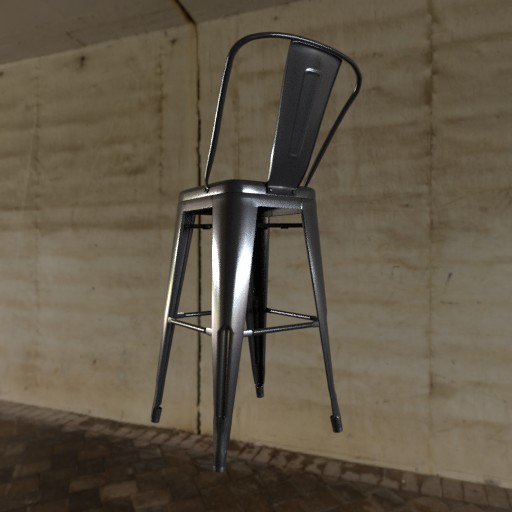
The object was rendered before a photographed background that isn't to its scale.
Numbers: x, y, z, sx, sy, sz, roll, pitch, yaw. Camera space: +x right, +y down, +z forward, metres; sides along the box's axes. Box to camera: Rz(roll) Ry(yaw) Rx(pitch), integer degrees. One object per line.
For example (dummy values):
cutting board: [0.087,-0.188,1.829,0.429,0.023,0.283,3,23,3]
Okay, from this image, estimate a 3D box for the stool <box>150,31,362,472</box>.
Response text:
stool: [0.000,0.000,1.268,0.432,1.022,0.528,0,1,-36]
